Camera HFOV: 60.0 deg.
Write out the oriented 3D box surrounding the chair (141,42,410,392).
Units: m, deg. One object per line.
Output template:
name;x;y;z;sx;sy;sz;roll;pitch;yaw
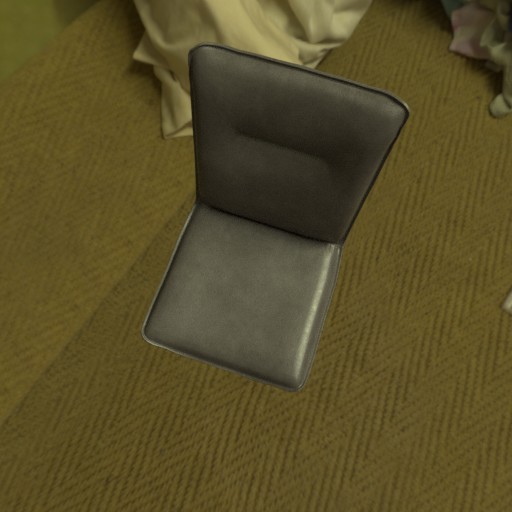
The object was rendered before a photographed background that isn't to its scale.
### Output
chair;0.000;0.000;1.333;0.515;0.932;0.688;18;75;5
